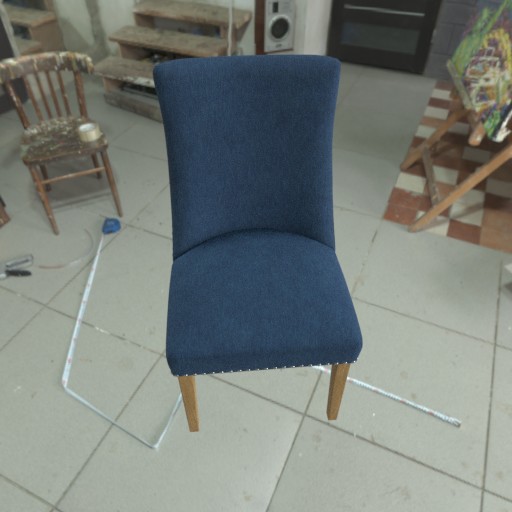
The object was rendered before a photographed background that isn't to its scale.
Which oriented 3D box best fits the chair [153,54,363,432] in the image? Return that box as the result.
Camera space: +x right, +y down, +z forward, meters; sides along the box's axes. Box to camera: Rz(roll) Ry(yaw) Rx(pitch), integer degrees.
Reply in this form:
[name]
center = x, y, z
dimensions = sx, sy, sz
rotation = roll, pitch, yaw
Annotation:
[chair]
center = 0.000, 0.000, 1.251
dimensions = 0.495, 0.902, 0.610
rotation = -3, 45, -4
